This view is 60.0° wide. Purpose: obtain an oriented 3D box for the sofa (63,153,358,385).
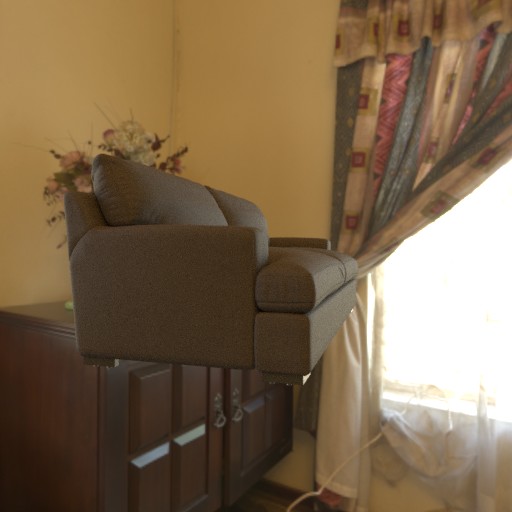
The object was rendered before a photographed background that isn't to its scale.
[{"bbox_3d":[0.000,0.000,2.848,1.140,0.950,2.271,0,1,17],"label":"sofa"}]
